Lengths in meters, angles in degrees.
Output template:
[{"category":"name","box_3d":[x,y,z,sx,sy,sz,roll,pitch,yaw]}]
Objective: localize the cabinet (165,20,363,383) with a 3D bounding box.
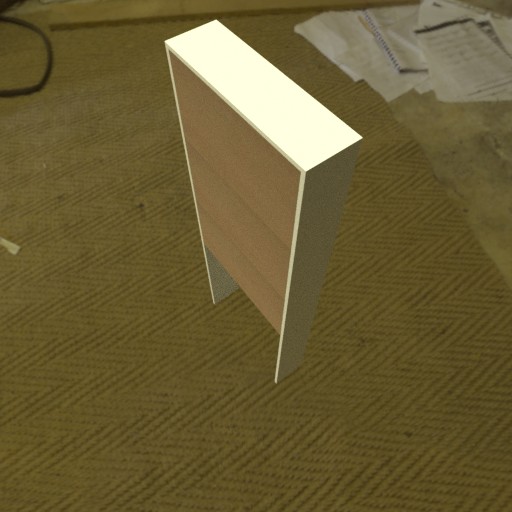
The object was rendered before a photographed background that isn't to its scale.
[{"category":"cabinet","box_3d":[0.000,0.000,1.958,0.192,1.770,0.643,-33,64,-18]}]
